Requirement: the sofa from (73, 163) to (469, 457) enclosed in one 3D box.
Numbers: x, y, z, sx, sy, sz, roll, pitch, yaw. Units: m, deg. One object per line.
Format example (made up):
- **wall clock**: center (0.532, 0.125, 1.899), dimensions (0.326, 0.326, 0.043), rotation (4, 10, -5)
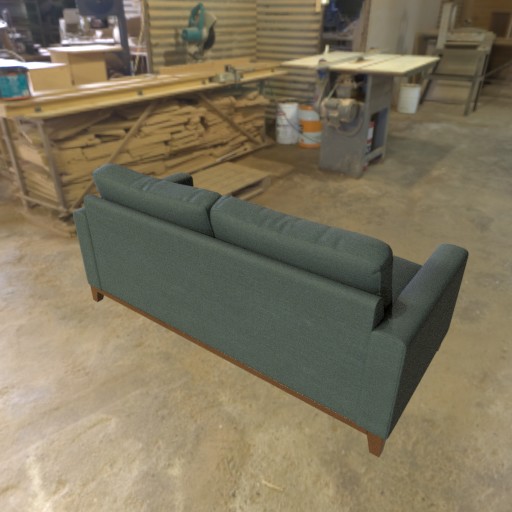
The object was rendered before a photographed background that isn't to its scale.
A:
- **sofa**: center (0.000, 0.000, 2.357), dimensions (1.900, 0.865, 0.877), rotation (20, 35, 31)
